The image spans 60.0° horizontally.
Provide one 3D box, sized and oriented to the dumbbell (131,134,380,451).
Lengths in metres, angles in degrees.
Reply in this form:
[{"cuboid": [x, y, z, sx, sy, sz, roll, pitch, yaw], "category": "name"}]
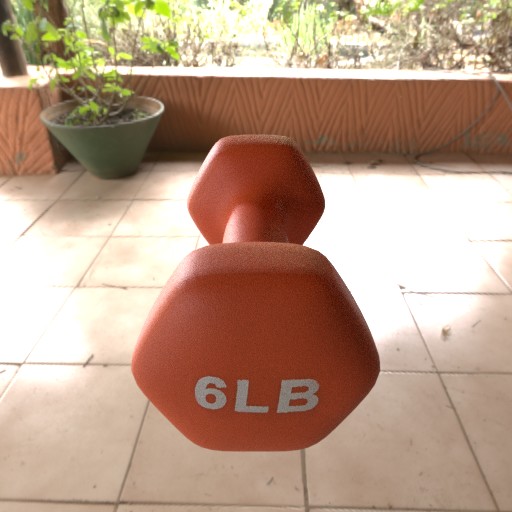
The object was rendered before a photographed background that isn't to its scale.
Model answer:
[{"cuboid": [0.000, 0.000, 0.197, 0.079, 0.071, 0.162, 0, 30, 1], "category": "dumbbell"}]
